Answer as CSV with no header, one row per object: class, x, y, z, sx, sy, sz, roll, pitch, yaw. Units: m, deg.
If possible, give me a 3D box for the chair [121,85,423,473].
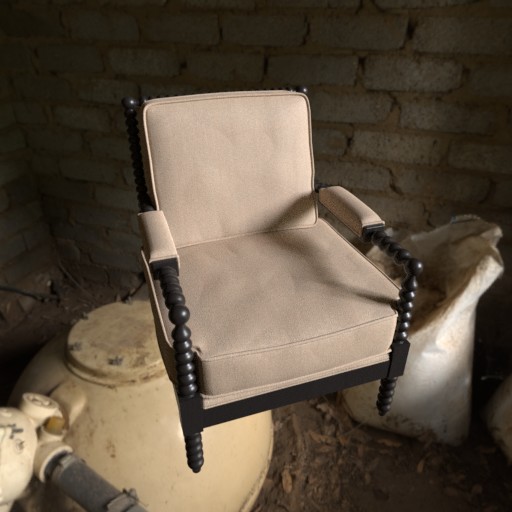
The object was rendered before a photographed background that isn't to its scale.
chair,0.000,0.000,1.129,0.555,0.703,0.657,-10,32,-16
